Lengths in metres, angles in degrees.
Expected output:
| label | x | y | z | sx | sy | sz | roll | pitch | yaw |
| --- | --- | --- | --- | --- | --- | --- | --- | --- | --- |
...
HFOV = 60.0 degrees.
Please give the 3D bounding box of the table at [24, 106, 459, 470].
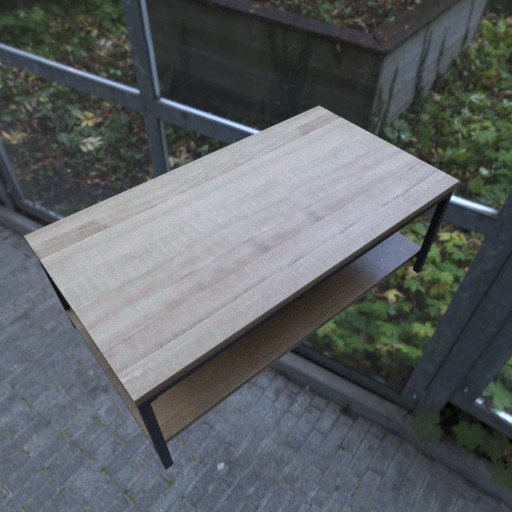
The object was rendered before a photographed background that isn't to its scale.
| label | x | y | z | sx | sy | sz | roll | pitch | yaw |
| --- | --- | --- | --- | --- | --- | --- | --- | --- | --- |
| table | 0.000 | 0.000 | 1.352 | 1.062 | 0.393 | 0.574 | -31 | 54 | -26 |
